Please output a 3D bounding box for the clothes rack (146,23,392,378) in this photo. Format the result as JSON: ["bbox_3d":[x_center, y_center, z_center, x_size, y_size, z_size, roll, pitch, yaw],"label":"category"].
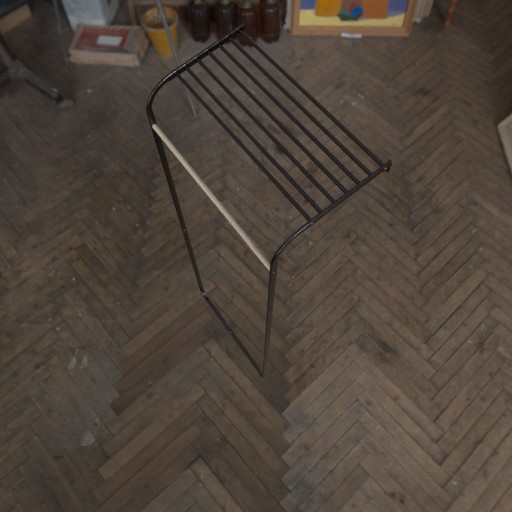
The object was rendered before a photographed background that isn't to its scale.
[{"bbox_3d":[0.000,0.000,1.802,0.349,1.574,0.609,-33,68,-15],"label":"clothes rack"}]
